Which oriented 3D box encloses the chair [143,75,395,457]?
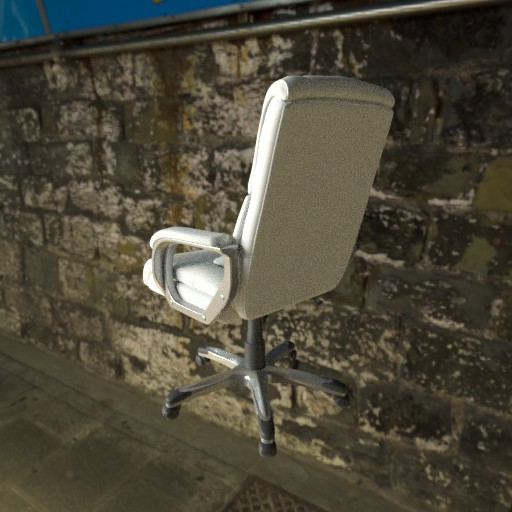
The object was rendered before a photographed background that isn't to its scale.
[{"bbox_3d":[0.000,0.000,1.561,0.687,1.120,0.738,-14,21,-41],"label":"chair"}]
